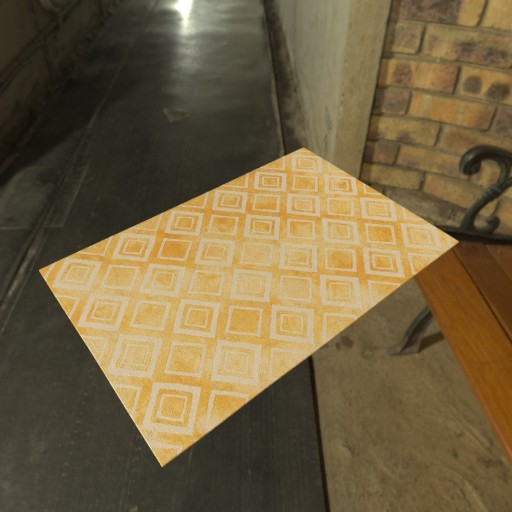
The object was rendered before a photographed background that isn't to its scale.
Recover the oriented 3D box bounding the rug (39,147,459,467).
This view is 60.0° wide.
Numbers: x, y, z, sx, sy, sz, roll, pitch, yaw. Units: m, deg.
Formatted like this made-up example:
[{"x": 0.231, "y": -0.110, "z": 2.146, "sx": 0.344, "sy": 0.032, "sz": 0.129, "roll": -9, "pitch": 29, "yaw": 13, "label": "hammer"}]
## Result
[{"x": 0.000, "y": 0.000, "z": 2.294, "sx": 1.829, "sy": 0.010, "sz": 1.213, "roll": -30, "pitch": 52, "yaw": -26, "label": "rug"}]
